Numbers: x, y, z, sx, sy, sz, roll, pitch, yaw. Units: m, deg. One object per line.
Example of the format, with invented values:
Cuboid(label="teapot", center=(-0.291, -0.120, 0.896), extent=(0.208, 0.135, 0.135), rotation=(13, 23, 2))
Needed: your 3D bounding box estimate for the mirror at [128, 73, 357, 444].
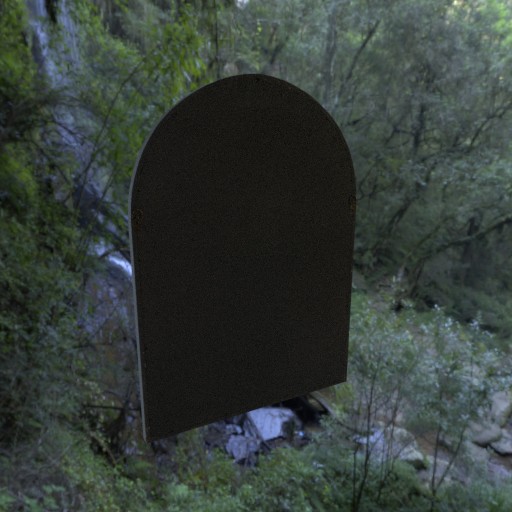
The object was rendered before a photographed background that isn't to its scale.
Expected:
Cuboid(label="mirror", center=(0.000, 0.000, 1.201), extent=(0.660, 0.920, 0.032), rotation=(-7, 16, -27))
